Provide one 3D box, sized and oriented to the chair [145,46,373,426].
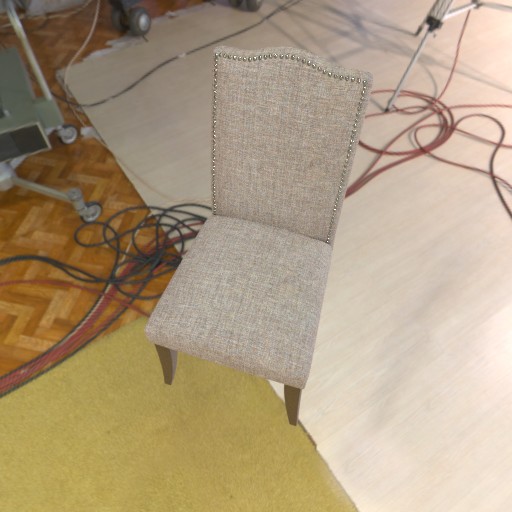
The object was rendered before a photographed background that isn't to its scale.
[{"bbox_3d":[0.000,0.000,1.386,0.513,1.016,0.660,15,57,10],"label":"chair"}]
